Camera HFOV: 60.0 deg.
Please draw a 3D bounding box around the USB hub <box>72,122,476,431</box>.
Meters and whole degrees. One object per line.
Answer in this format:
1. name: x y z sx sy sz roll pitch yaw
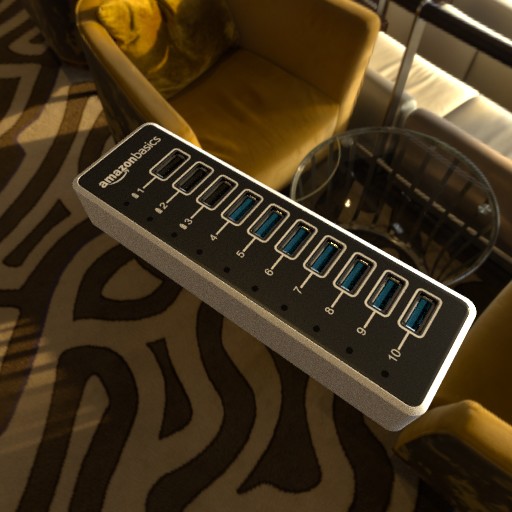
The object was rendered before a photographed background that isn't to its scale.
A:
1. USB hub: 0.000 0.000 0.163 0.145 0.023 0.044 32 64 18
